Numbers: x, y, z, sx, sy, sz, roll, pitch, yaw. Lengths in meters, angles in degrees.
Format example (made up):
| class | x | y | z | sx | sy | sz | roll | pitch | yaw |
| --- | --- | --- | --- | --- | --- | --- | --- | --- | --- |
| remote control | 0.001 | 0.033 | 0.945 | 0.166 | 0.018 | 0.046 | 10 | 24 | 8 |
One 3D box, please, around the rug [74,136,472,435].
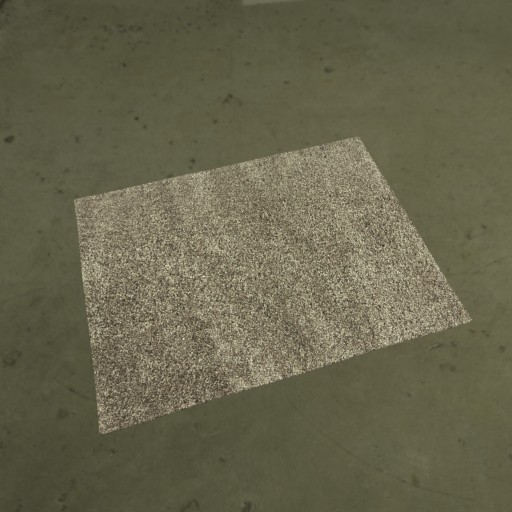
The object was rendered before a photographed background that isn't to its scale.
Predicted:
| class | x | y | z | sx | sy | sz | roll | pitch | yaw |
| --- | --- | --- | --- | --- | --- | --- | --- | --- | --- |
| rug | 0.000 | 0.000 | 2.114 | 1.601 | 0.025 | 1.198 | -14 | 59 | -9 |
